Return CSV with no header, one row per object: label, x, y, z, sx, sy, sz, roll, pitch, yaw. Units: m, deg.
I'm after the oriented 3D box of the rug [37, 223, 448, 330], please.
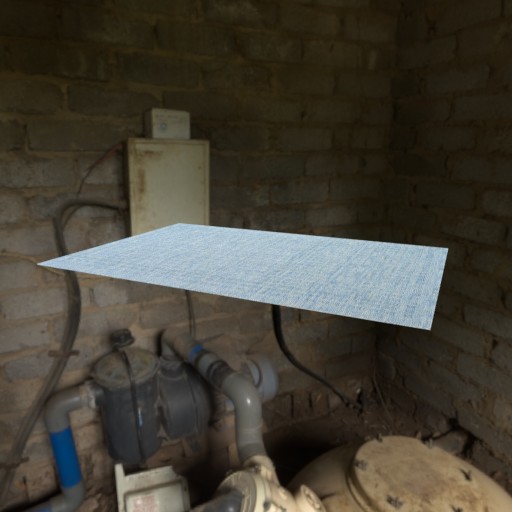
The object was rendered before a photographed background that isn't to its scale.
rug,0.000,0.000,2.943,2.286,0.006,1.522,7,16,24
